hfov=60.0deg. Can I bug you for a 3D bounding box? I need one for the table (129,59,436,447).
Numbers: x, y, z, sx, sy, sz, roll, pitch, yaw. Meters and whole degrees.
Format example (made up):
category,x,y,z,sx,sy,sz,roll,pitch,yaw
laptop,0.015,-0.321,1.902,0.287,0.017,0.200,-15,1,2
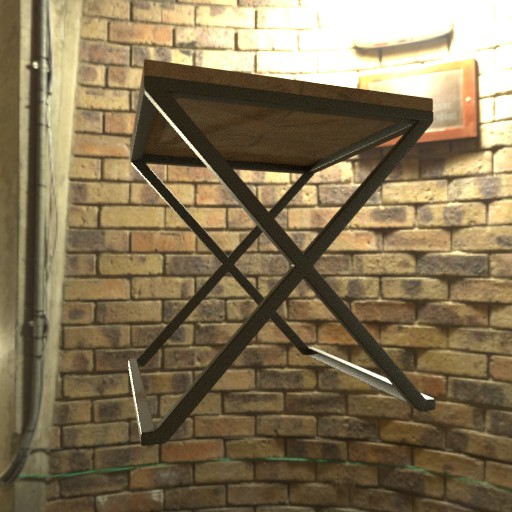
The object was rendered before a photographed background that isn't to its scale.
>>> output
category,x,y,z,sx,sy,sz,roll,pitch,yaw
table,0.000,0.000,0.934,0.498,0.550,0.499,0,-1,-18
